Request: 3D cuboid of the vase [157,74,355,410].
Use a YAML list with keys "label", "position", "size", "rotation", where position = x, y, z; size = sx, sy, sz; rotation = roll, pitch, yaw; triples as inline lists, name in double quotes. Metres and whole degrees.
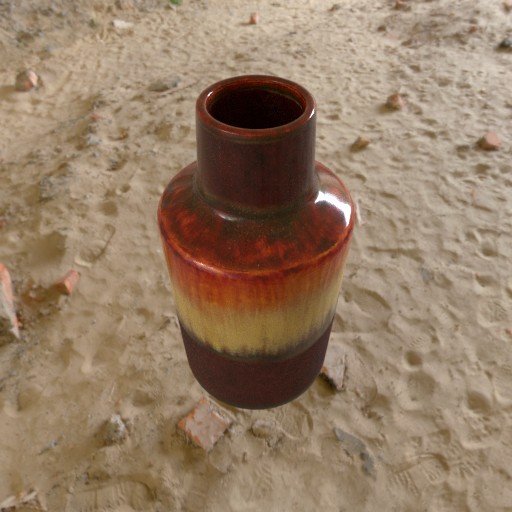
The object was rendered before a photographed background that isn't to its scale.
- label: "vase"
  position: [0.000, 0.000, 0.271]
  size: [0.108, 0.204, 0.108]
  rotation: [0, 47, 0]
